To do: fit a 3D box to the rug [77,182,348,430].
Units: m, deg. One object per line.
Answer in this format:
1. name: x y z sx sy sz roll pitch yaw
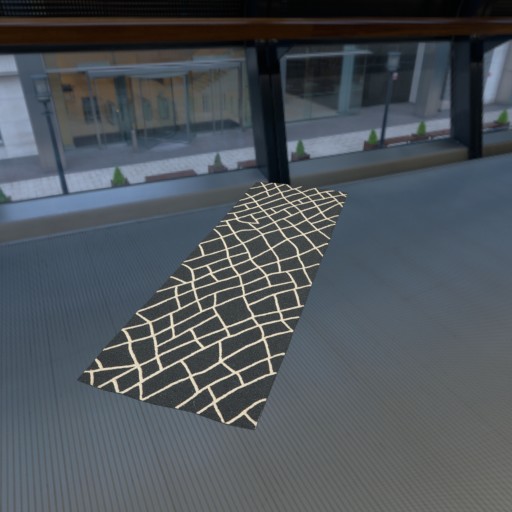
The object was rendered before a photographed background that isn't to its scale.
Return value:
1. rug: 0.000 0.000 2.769 0.807 0.010 2.476 9 32 16
